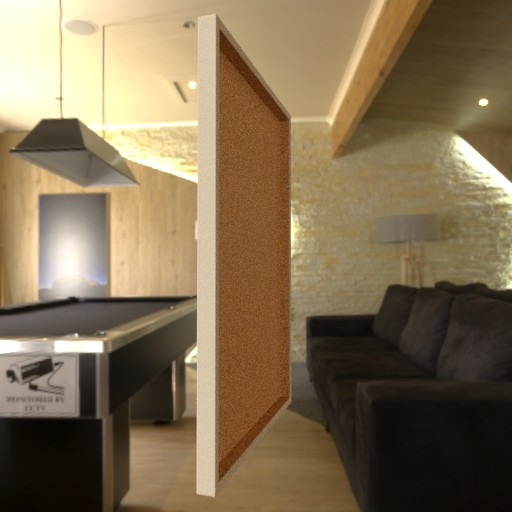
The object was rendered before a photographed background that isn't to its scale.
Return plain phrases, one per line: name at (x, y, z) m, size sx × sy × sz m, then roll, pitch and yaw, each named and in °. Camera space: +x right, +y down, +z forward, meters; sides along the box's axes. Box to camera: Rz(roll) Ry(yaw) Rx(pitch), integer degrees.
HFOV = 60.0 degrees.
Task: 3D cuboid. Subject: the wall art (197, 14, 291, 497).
wall art at (0.000, 0.000, 1.134) m, size 0.038 × 0.914 × 0.610 m, roll 0°, pitch -1°, yaw 18°
